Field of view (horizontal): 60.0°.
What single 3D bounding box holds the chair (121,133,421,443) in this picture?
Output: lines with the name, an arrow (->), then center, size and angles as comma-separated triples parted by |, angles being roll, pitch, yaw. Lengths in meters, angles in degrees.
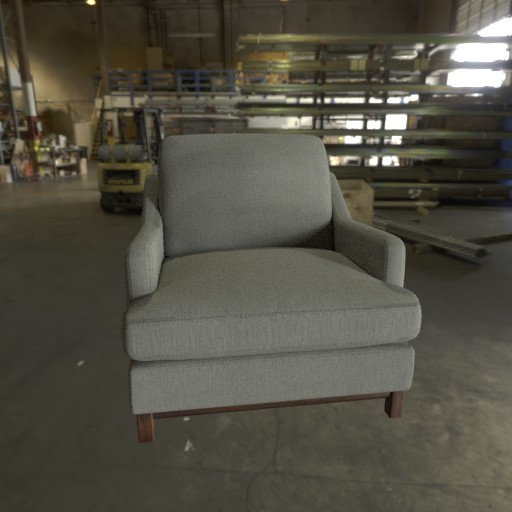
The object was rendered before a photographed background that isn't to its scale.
chair -> 0.000, 0.000, 1.555 | 0.826, 0.821, 0.892 | -2, 16, -8
